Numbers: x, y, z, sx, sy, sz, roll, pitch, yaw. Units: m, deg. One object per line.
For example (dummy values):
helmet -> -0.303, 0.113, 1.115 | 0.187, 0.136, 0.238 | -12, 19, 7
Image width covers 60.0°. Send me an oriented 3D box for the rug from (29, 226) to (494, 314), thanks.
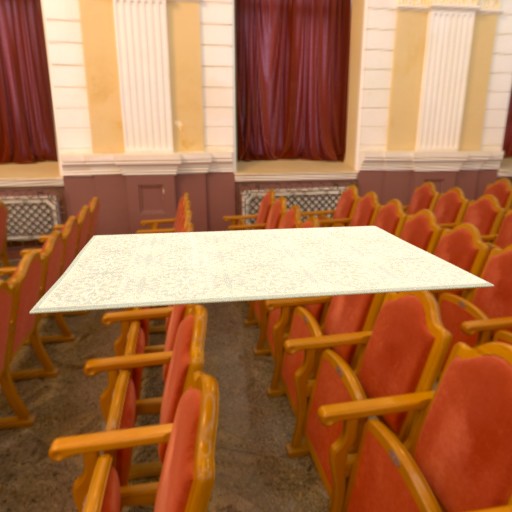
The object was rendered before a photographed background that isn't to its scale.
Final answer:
rug -> 0.000, 0.000, 2.305 | 1.840, 0.012, 1.219 | -2, 16, -9
